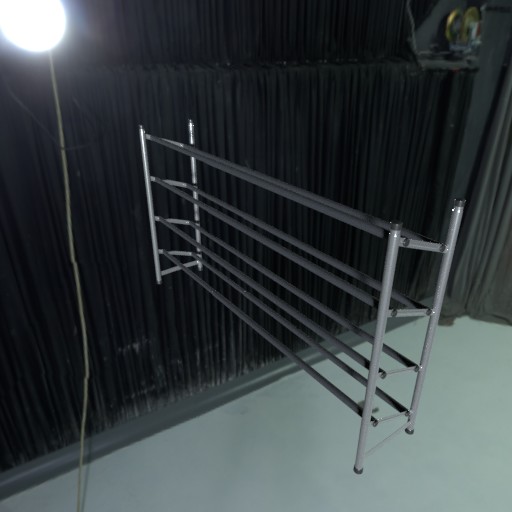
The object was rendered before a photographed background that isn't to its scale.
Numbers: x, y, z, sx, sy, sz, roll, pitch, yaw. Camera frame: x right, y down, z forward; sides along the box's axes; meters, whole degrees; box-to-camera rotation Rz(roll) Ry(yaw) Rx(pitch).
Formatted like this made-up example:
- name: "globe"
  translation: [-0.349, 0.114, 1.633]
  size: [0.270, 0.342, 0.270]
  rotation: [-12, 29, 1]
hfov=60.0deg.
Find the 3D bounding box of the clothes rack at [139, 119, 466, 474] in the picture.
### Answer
- name: "clothes rack"
  translation: [0.000, 0.000, 1.422]
  size: [0.229, 0.672, 1.168]
  rotation: [-18, 32, -32]
